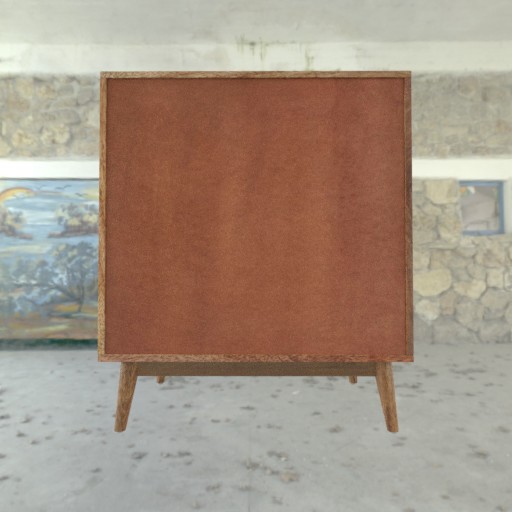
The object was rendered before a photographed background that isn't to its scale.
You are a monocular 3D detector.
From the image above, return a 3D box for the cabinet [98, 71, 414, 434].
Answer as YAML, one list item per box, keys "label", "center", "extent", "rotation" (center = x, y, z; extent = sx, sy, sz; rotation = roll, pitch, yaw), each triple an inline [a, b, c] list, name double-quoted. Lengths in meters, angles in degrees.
- label: "cabinet"
  center: [0.000, 0.000, 1.148]
  extent: [0.647, 0.758, 0.473]
  rotation: [0, -1, 0]
